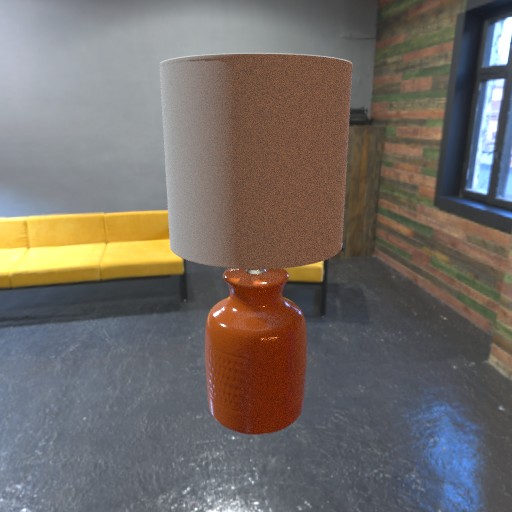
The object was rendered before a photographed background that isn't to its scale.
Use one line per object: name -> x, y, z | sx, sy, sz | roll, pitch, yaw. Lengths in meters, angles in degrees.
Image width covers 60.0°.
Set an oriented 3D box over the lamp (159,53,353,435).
lamp -> 0.000, 0.000, 1.103 | 0.418, 0.871, 0.418 | -3, 17, -9
